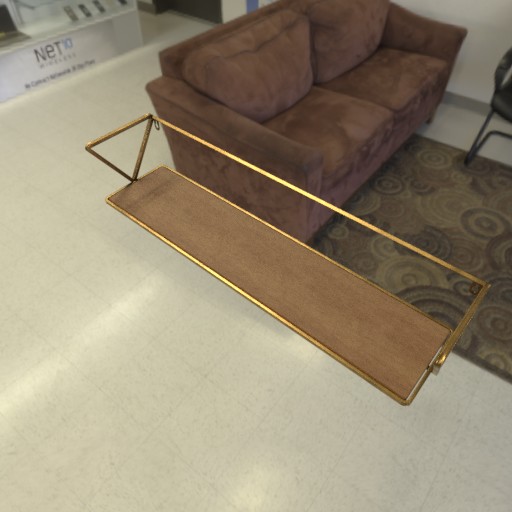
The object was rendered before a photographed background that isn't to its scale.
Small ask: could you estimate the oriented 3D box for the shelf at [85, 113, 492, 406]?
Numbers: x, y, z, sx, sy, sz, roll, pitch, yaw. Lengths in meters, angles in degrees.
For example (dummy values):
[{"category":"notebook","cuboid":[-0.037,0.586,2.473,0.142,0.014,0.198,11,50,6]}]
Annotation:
[{"category":"shelf","cuboid":[0.000,0.000,0.736,0.645,0.229,0.150,32,54,26]}]
